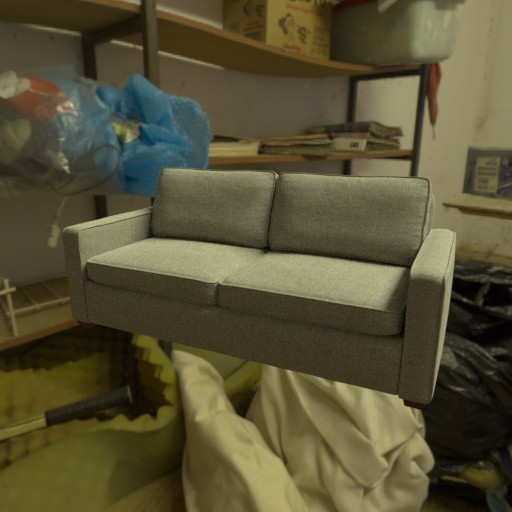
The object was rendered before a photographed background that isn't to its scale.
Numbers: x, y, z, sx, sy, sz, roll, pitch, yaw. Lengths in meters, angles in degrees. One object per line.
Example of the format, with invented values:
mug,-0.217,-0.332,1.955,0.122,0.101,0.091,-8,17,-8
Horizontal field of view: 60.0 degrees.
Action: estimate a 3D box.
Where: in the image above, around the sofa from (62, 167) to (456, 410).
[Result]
sofa,0.000,0.000,2.551,2.078,0.918,0.945,7,17,24
